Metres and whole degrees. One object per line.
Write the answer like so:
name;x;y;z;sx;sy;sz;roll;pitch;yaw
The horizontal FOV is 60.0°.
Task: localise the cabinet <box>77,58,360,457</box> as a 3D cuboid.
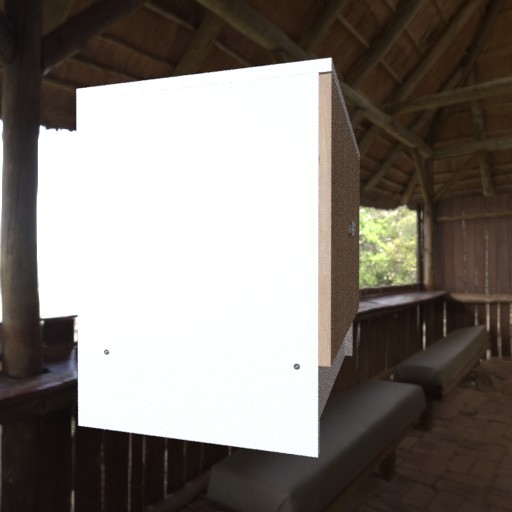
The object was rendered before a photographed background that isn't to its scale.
cabinet;0.000;0.000;0.917;0.400;0.522;0.600;0;1;17
